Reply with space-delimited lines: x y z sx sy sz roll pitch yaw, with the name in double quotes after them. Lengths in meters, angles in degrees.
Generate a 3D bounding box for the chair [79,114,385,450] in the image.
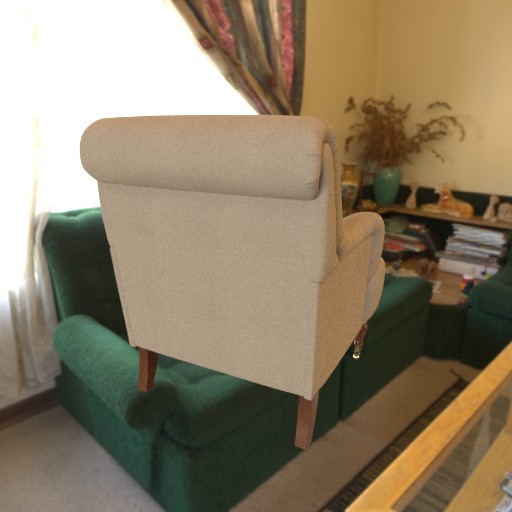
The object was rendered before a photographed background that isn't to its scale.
0.000 0.000 1.558 0.766 0.942 0.842 9 19 27 "chair"
